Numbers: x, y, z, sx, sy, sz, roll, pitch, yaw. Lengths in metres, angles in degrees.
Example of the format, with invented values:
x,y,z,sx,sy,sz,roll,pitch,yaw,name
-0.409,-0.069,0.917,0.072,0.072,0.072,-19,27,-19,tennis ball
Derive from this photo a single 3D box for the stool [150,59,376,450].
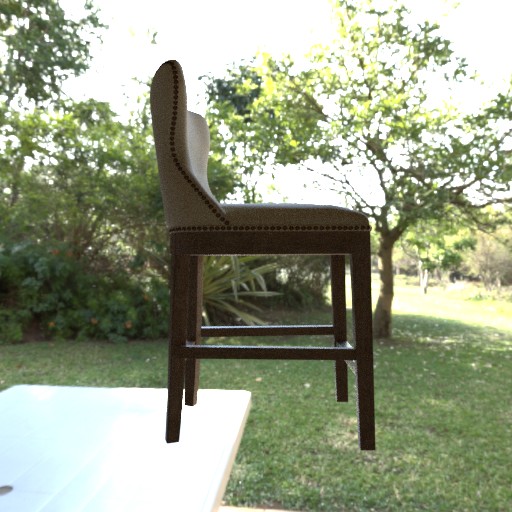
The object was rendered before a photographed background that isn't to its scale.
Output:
x,y,z,sx,sy,sz,roll,pitch,yaw,name
0.000,0.000,1.317,0.608,0.981,0.498,0,0,1,stool
